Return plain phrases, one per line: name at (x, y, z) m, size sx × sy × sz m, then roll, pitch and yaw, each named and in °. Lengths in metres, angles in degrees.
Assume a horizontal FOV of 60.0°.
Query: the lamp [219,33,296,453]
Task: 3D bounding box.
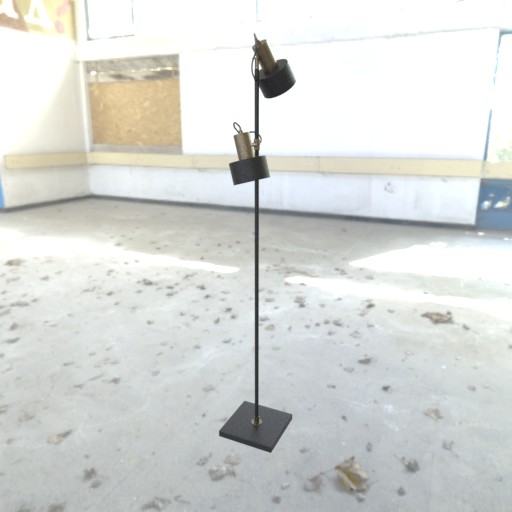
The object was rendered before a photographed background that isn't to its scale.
lamp at (0.000, 0.000, 1.652) m, size 0.233 × 1.505 × 0.315 m, roll 7°, pitch 18°, yaw 24°
